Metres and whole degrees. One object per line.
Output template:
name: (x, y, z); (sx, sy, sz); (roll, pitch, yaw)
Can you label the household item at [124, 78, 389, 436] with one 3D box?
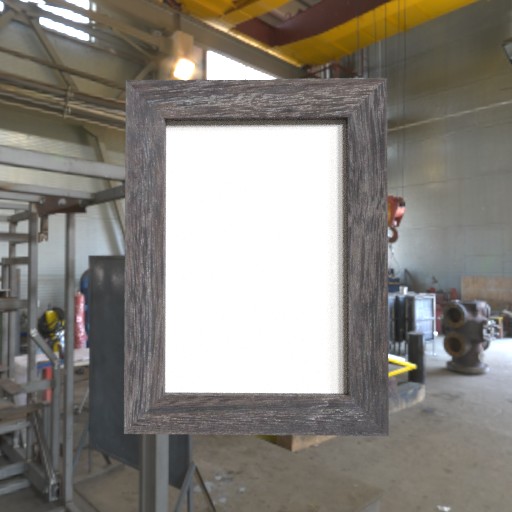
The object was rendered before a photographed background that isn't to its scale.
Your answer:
household item: (0.000, 0.000, 0.234); (0.133, 0.180, 0.020); (0, -1, 1)
